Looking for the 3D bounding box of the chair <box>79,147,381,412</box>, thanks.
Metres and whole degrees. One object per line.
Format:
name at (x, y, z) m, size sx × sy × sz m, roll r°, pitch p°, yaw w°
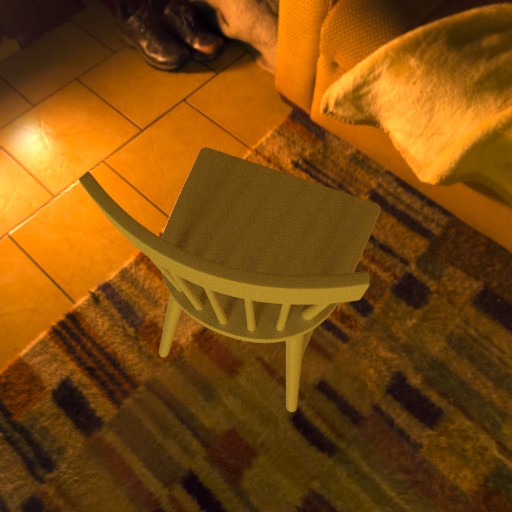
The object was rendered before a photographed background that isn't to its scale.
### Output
chair at (0.000, 0.000, 1.070) m, size 0.483 × 0.787 × 0.500 m, roll 20°, pitch 66°, yaw 10°
